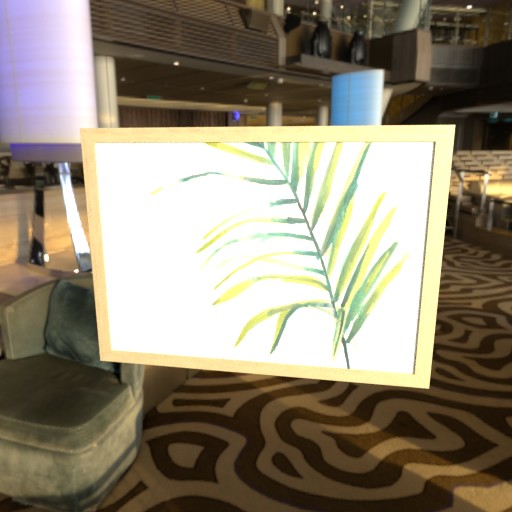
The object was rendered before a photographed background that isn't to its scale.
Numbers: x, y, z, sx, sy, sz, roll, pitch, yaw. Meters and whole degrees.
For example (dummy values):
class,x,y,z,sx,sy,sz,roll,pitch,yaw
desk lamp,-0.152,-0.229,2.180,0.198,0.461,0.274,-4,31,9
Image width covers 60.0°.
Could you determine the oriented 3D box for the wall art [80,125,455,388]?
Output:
class,x,y,z,sx,sy,sz,roll,pitch,yaw
wall art,0.000,0.000,0.680,0.532,0.380,0.032,2,14,10
